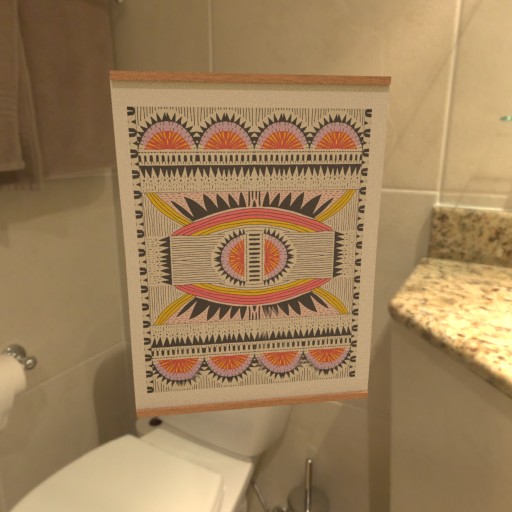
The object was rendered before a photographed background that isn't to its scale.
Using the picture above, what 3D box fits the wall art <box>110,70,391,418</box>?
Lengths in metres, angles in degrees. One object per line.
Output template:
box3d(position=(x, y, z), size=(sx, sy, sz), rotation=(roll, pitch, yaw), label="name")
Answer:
box3d(position=(0.000, 0.000, 1.328), size=(0.765, 1.016, 0.028), rotation=(-2, 15, -8), label="wall art")
